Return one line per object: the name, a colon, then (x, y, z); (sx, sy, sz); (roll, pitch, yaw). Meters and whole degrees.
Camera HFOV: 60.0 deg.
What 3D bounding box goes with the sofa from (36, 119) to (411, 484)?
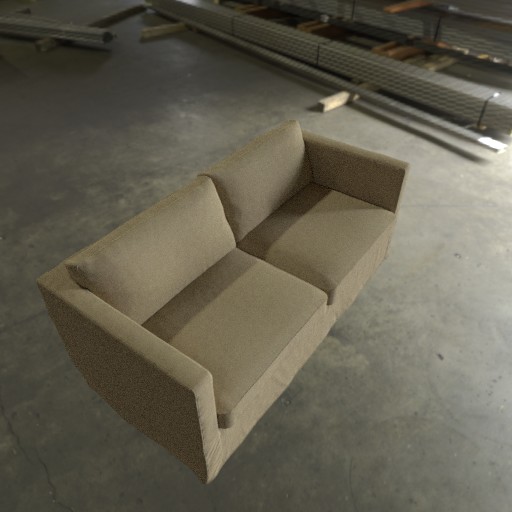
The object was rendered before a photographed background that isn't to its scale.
sofa: (0.000, 0.000, 2.452); (0.962, 0.835, 1.959); (26, 47, 27)
